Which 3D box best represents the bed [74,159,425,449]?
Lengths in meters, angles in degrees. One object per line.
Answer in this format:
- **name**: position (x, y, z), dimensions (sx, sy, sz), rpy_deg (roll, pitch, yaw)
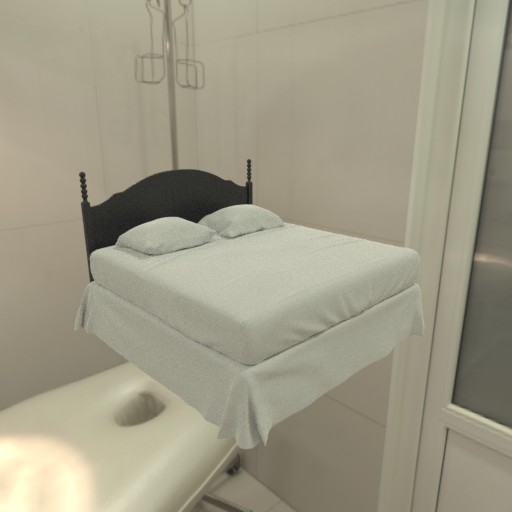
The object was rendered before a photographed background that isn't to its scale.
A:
- **bed**: position (0.000, 0.000, 3.680), dimensions (2.322, 1.355, 2.219), rpy_deg (-16, 23, -42)
